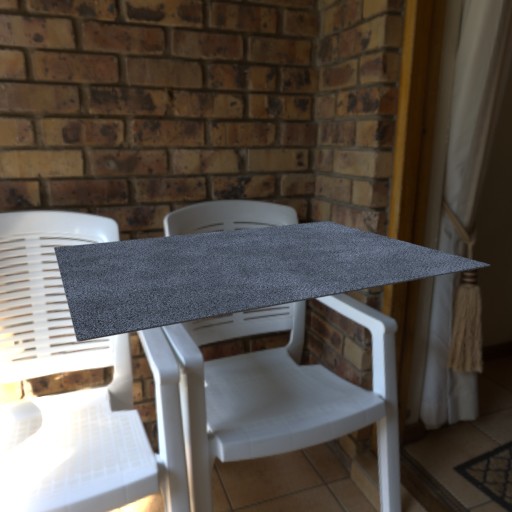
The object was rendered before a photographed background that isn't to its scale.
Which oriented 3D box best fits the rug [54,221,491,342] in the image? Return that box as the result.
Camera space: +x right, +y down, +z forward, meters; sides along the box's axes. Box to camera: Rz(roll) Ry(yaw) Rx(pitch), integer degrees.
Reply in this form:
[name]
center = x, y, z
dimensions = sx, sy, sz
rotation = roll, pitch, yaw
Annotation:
[rug]
center = 0.000, 0.000, 2.766
dimensions = 2.235, 0.008, 1.600
rotation = -7, 16, -26
